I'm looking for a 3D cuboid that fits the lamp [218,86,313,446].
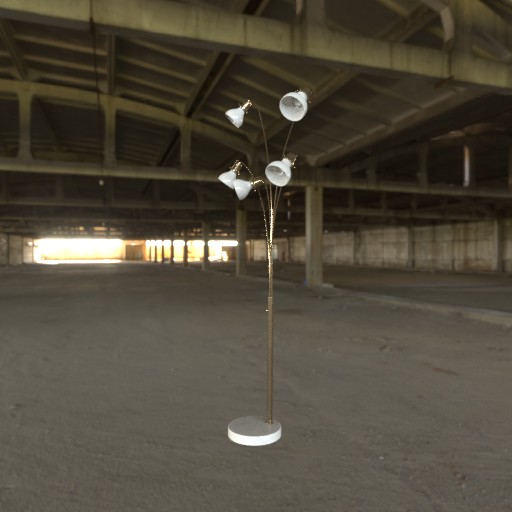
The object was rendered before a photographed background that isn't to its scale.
[{"bbox_3d":[0.000,0.000,2.971,0.361,2.423,1.405,0,1,-19],"label":"lamp"}]
